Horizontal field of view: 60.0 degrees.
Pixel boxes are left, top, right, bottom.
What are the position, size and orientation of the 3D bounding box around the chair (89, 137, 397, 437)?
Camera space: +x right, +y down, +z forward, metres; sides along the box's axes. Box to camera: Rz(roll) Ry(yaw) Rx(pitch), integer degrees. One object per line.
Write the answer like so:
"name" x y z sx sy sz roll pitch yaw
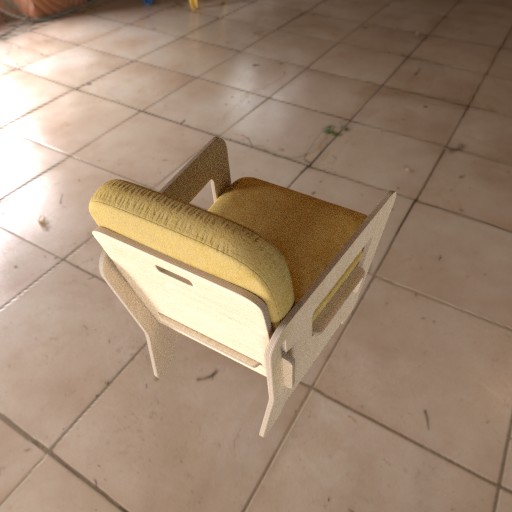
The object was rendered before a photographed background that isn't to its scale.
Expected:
"chair" 0.000 0.000 1.285 0.590 0.800 0.710 22 49 21
